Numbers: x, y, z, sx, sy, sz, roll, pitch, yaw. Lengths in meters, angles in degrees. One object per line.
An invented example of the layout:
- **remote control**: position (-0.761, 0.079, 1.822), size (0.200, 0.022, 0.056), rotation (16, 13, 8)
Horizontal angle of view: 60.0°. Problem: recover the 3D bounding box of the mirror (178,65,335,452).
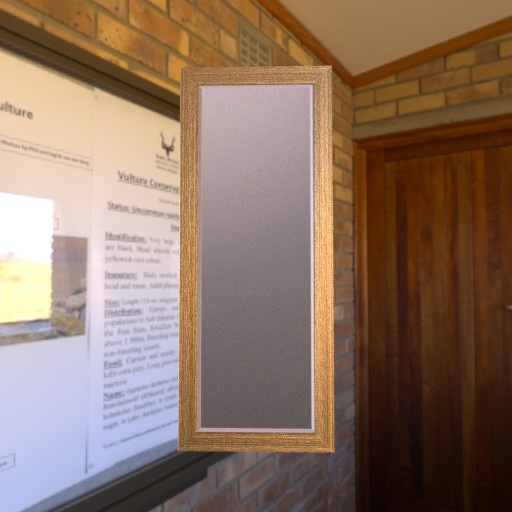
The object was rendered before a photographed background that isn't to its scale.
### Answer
- **mirror**: position (0.000, 0.000, 2.350), size (0.812, 2.031, 0.025), rotation (0, -2, 2)
